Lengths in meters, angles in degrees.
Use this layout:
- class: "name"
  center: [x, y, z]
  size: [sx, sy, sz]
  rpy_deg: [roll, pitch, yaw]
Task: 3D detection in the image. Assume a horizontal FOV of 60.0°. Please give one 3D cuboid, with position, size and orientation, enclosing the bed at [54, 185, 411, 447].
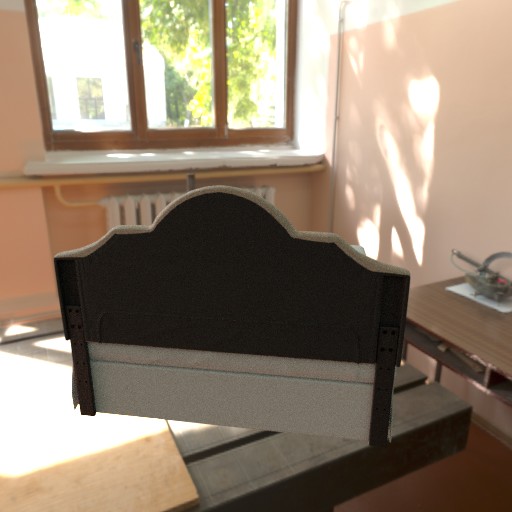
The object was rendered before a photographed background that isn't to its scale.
- class: "bed"
  center: [0.000, 0.000, 2.901]
  size: [1.667, 1.194, 1.970]
  rpy_deg: [3, 17, 8]
